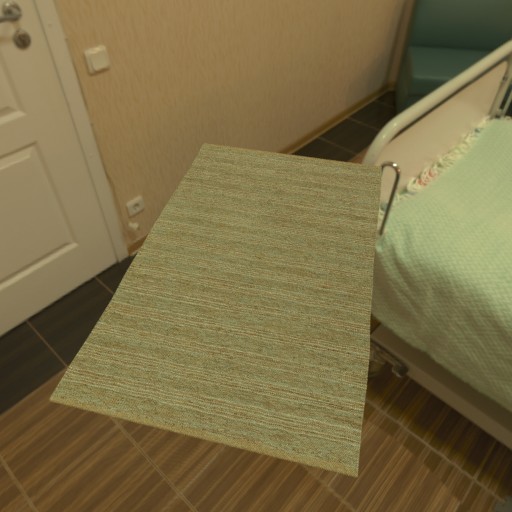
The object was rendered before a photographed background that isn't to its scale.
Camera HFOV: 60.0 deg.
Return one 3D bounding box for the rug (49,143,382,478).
[{"bbox_3d":[0.000,0.000,2.909,1.540,0.012,2.448,10,47,9],"label":"rug"}]
